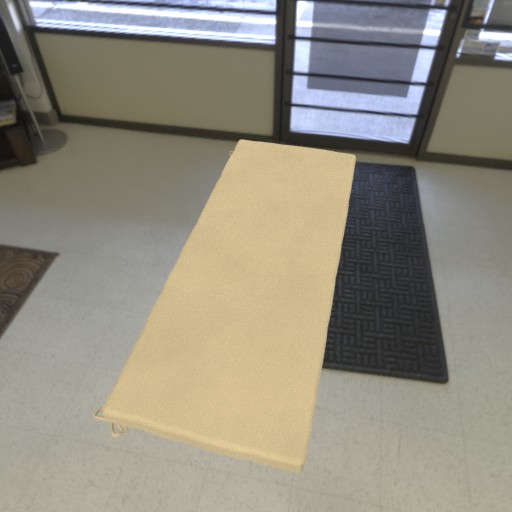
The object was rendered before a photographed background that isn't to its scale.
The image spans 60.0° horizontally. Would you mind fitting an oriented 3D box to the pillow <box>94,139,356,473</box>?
[{"bbox_3d":[0.000,0.000,1.333,0.492,0.081,1.187,10,47,10],"label":"pillow"}]
